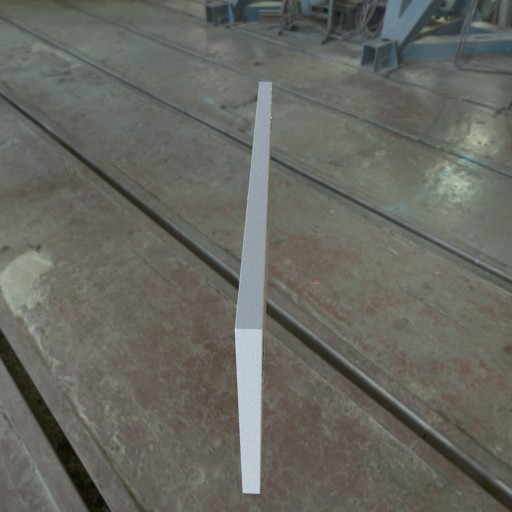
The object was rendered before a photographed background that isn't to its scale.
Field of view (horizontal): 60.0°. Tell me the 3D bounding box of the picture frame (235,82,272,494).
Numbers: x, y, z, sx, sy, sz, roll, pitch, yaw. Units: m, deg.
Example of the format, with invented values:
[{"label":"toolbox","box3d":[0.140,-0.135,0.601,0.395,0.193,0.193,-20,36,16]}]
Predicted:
[{"label":"picture frame","box3d":[0.000,0.000,0.781,0.044,0.379,0.647,2,41,2]}]
